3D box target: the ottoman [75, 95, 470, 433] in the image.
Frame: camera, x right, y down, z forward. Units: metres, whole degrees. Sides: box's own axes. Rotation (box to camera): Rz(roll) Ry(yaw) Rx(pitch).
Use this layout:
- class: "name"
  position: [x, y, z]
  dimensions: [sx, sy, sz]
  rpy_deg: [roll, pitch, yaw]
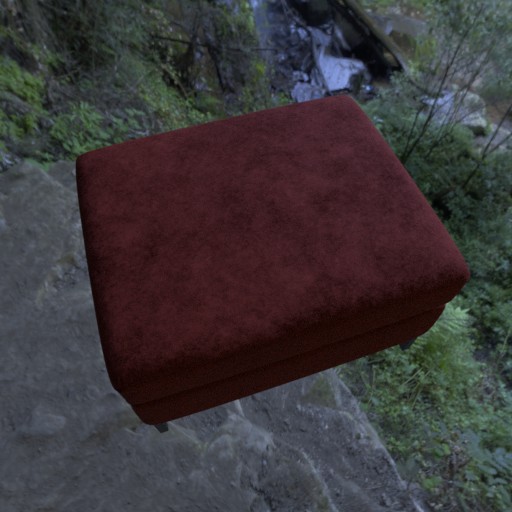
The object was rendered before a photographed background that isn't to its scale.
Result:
- class: "ottoman"
  position: [0.000, 0.000, 1.188]
  dimensions: [0.782, 0.462, 0.650]
  rpy_deg: [-16, 59, -10]
